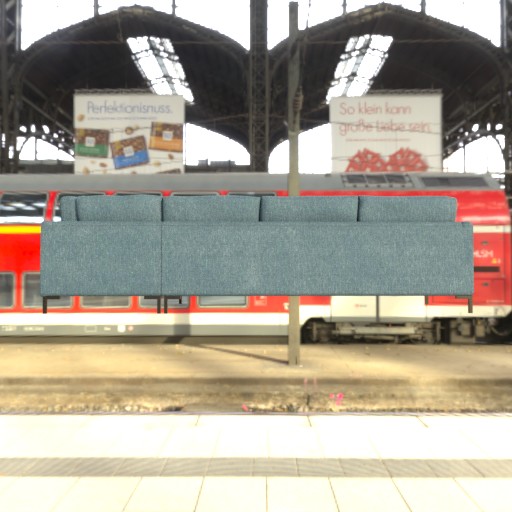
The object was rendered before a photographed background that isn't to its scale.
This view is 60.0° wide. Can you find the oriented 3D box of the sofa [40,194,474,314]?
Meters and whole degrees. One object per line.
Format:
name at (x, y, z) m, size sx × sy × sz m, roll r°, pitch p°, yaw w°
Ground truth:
sofa at (0.000, 0.000, 3.939) m, size 2.949 × 0.815 × 2.007 m, roll 0°, pitch -1°, yaw -1°
